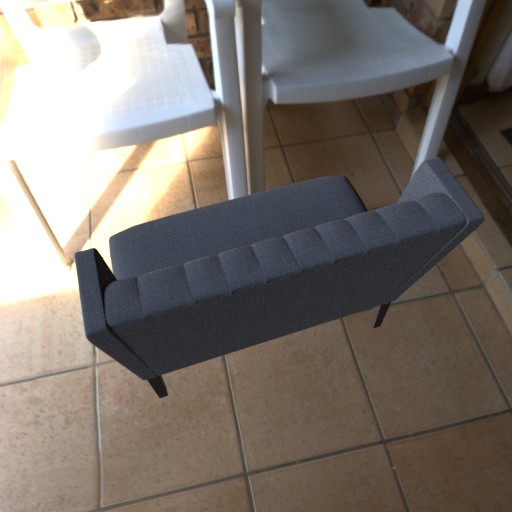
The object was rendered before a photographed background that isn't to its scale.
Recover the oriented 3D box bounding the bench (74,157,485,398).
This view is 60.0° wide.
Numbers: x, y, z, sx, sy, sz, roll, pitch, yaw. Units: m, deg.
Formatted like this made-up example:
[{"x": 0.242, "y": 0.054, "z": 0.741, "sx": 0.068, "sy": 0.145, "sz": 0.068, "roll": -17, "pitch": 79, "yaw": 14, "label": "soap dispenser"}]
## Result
[{"x": 0.000, "y": 0.000, "z": 1.973, "sx": 1.276, "sy": 1.121, "sz": 0.842, "roll": -16, "pitch": 60, "yaw": -10, "label": "bench"}]
